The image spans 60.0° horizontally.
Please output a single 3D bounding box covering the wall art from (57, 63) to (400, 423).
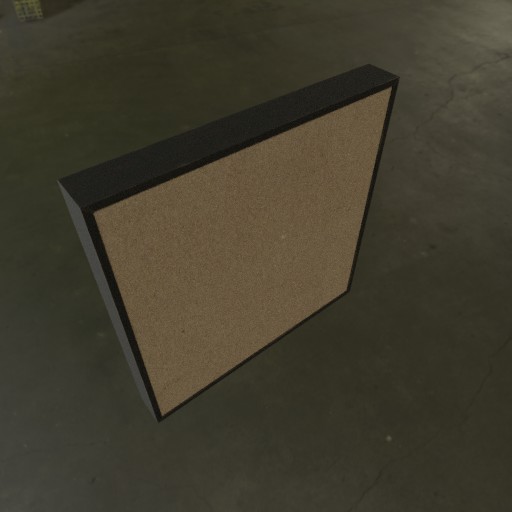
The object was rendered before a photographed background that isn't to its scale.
[{"bbox_3d":[0.000,0.000,0.457,0.305,0.305,0.038,-29,52,-26],"label":"wall art"}]
